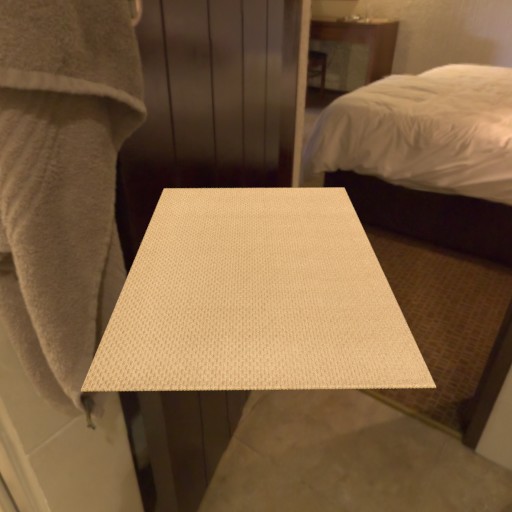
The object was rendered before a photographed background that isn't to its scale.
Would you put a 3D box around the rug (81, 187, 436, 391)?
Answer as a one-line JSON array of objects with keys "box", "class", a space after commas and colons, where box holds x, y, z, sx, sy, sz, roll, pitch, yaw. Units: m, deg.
[{"box": [0.000, 0.000, 2.795, 1.509, 0.013, 2.144, 0, 32, -1], "class": "rug"}]
